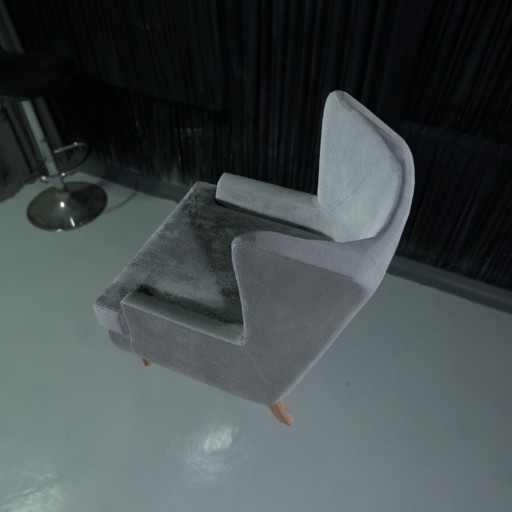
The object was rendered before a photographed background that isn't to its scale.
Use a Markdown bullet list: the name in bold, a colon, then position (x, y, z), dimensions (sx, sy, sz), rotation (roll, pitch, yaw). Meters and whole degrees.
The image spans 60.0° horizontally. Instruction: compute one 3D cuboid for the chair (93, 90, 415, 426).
- **chair**: position (0.000, 0.000, 1.585), dimensions (0.906, 0.950, 0.784), rotation (17, 49, 16)
